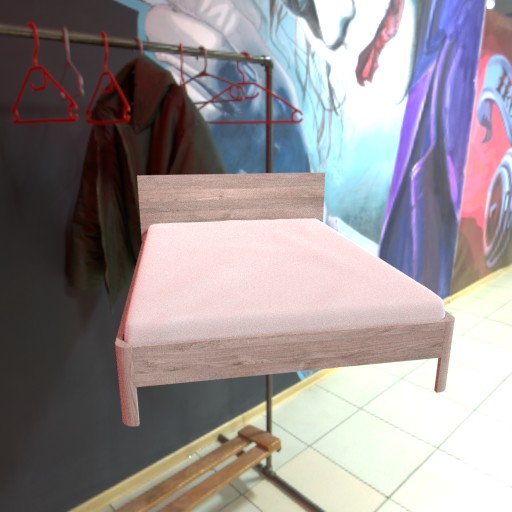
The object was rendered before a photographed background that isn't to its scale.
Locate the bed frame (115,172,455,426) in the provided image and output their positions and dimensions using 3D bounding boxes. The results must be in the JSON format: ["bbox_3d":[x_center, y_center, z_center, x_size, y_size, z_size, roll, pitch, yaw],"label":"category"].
[{"bbox_3d":[0.000,0.000,2.700,1.490,0.800,1.950,-3,16,-10],"label":"bed frame"}]
